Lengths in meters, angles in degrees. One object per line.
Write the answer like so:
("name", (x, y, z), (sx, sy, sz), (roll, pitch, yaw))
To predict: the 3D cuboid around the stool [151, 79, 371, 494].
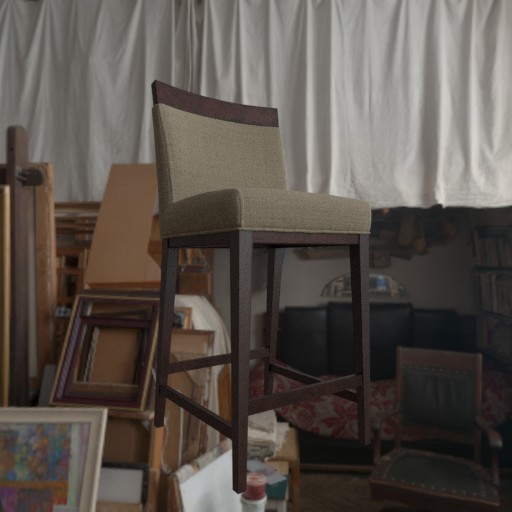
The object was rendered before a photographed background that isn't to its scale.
("stool", (0.000, 0.000, 1.258), (0.463, 1.011, 0.480), (-1, 1, -36))
